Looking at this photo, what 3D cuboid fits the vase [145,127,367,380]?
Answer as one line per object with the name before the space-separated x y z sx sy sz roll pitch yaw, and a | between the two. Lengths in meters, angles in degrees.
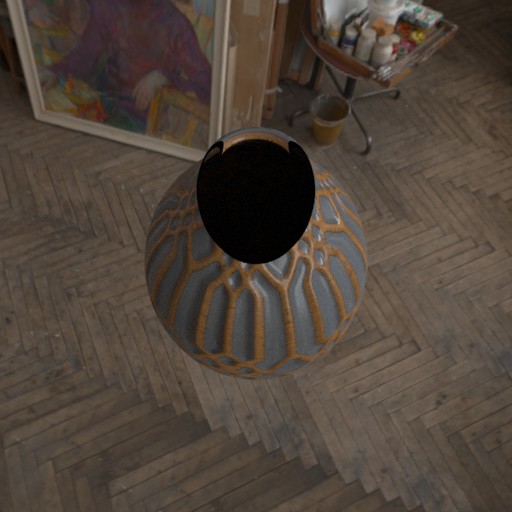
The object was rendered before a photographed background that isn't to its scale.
vase | 0.000 0.000 0.136 0.069 0.088 0.069 0 63 0
